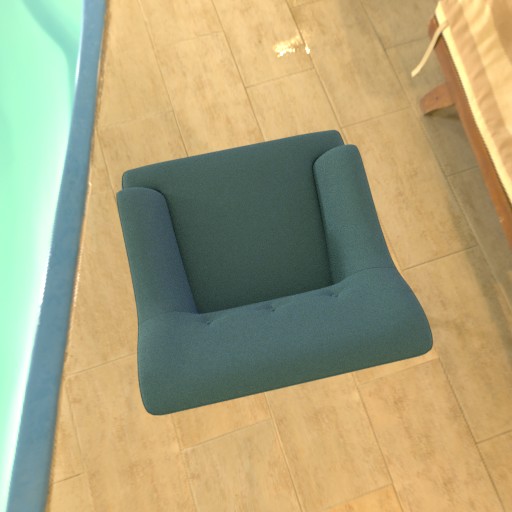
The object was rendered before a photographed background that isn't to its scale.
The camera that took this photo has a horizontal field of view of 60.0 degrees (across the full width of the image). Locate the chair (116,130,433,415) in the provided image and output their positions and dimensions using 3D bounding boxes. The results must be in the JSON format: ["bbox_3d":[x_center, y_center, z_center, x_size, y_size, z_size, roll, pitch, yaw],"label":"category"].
[{"bbox_3d":[0.000,0.000,1.675,0.946,0.818,0.951,-12,75,-3],"label":"chair"}]
